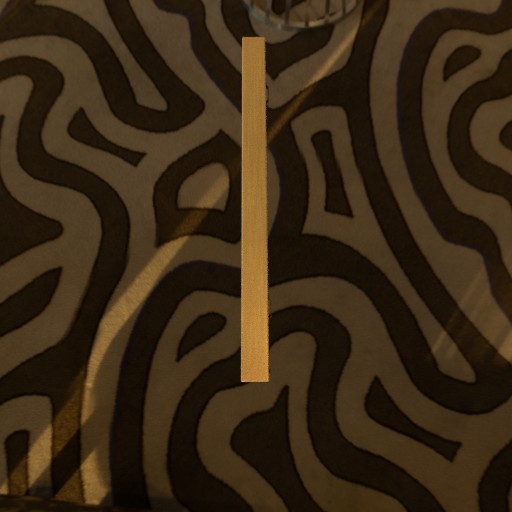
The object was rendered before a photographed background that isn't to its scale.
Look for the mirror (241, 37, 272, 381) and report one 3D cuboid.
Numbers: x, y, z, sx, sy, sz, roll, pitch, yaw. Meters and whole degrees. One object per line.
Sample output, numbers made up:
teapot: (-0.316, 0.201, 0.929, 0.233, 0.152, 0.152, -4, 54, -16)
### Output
mirror: (0.000, 0.000, 0.957, 0.039, 0.710, 0.507, 0, 75, 0)
